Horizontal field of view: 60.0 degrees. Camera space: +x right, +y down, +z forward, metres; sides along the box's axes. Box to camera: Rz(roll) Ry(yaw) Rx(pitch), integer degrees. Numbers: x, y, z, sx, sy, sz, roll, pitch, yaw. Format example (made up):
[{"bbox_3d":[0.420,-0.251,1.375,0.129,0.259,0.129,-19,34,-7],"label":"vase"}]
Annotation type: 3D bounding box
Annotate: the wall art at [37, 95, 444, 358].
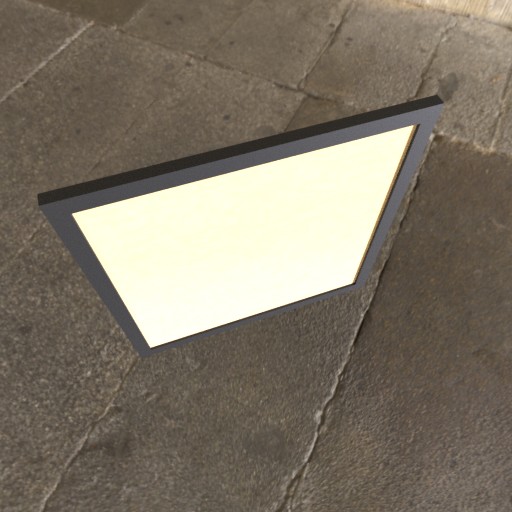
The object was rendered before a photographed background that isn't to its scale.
[{"bbox_3d":[0.000,0.000,0.523,0.356,0.356,0.013,-16,60,-10],"label":"wall art"}]
